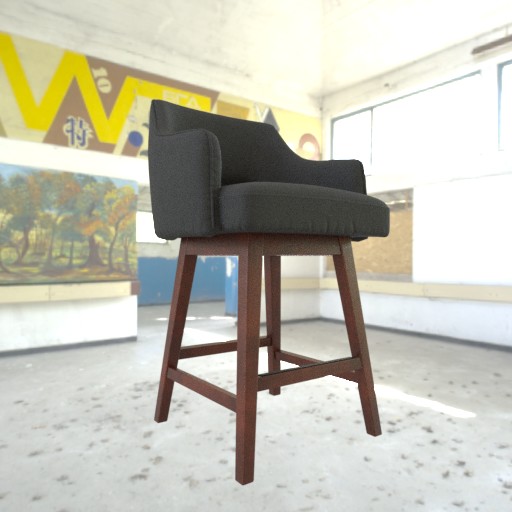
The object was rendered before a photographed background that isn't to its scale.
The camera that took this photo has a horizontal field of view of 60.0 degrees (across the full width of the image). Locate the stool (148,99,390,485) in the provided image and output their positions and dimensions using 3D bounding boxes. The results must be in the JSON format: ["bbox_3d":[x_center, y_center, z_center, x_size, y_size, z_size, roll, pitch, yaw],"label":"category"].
[{"bbox_3d":[0.000,0.000,1.206,0.548,0.912,0.558,0,0,-36],"label":"stool"}]
